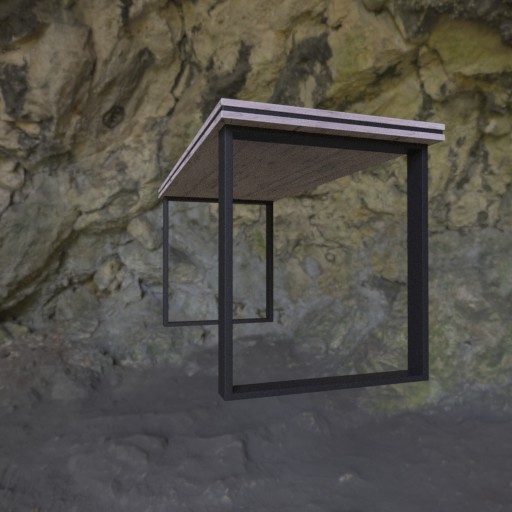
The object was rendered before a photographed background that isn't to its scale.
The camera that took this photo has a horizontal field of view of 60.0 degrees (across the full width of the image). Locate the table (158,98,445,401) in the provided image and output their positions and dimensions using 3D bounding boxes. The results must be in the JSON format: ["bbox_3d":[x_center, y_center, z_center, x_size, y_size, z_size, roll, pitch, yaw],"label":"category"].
[{"bbox_3d":[0.000,0.000,2.253,0.795,0.899,1.778,0,-1,-18],"label":"table"}]
